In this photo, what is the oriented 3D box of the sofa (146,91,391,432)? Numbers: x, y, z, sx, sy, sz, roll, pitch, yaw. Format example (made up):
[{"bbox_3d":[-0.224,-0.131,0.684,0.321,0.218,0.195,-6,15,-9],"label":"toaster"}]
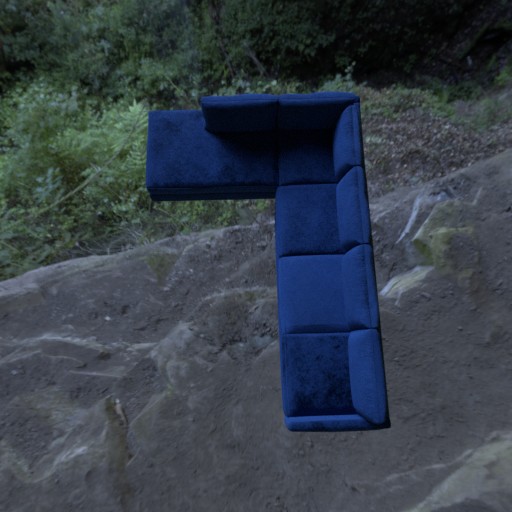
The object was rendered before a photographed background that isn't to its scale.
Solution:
[{"bbox_3d":[0.000,0.000,3.928,2.007,0.815,2.949,-2,77,0],"label":"sofa"}]
